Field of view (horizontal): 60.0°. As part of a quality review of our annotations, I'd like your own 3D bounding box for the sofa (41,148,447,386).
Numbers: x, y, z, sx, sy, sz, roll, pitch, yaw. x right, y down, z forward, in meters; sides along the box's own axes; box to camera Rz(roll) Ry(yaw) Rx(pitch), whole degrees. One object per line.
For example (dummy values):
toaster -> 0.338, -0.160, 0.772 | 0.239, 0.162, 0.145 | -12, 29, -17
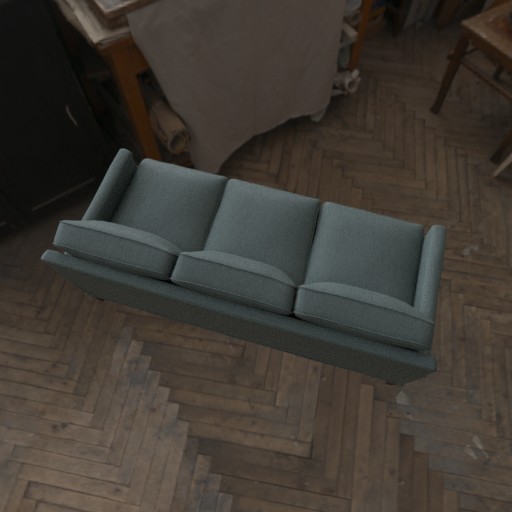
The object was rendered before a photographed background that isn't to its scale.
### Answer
sofa -> 0.000, 0.000, 2.833 | 2.246, 1.003, 1.084 | 15, 64, 7
